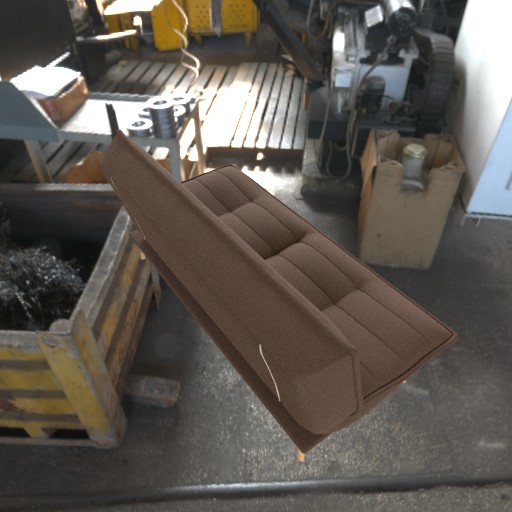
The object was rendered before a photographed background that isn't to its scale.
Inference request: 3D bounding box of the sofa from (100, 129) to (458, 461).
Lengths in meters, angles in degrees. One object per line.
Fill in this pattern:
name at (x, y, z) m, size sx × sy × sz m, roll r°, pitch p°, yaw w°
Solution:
sofa at (0.000, 0.000, 2.404) m, size 0.950 × 0.890 × 1.940 m, roll -25°, pitch 48°, yaw -26°
